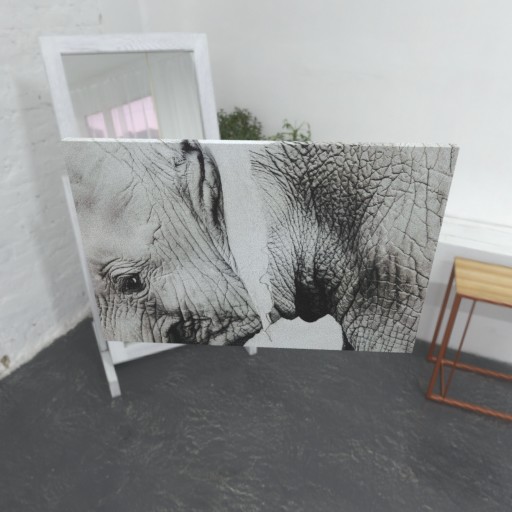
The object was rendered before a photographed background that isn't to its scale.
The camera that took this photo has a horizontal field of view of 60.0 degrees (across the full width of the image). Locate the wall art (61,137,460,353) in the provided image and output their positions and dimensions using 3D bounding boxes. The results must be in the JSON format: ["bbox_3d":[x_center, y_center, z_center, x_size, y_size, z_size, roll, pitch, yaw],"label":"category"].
[{"bbox_3d":[0.000,0.000,1.468,1.141,0.758,0.035,2,30,3],"label":"wall art"}]
